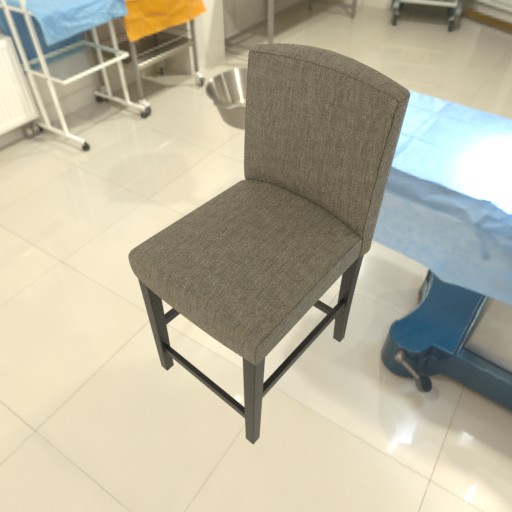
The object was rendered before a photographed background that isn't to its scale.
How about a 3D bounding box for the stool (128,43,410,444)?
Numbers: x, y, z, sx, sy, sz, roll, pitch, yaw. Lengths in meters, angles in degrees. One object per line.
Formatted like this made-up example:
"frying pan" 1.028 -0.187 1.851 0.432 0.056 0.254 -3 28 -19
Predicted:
"stool" 0.000 0.000 1.237 0.451 0.966 0.552 31 52 27
